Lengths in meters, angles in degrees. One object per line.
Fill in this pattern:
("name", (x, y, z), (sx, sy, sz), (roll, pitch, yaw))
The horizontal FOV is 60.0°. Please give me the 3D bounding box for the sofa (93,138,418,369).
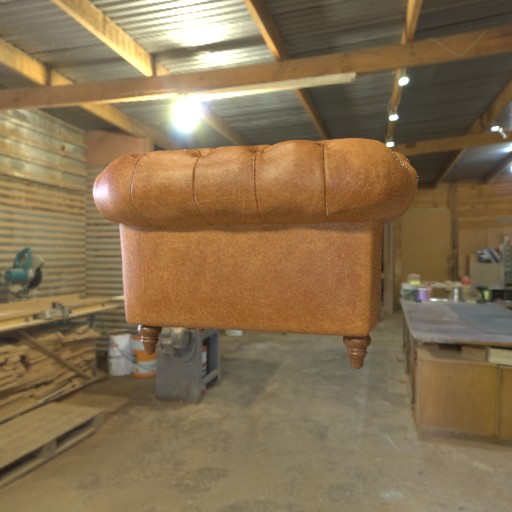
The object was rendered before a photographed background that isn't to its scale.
("sofa", (0.000, 0.000, 2.033), (1.405, 0.878, 1.033), (0, 1, 15))
